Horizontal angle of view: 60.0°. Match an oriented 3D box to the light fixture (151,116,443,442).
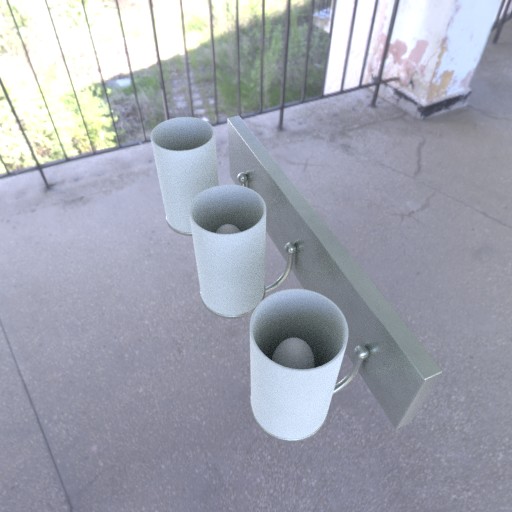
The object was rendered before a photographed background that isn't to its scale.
[{"bbox_3d":[0.000,0.000,0.527,0.145,0.172,0.451,-18,50,-16],"label":"light fixture"}]
